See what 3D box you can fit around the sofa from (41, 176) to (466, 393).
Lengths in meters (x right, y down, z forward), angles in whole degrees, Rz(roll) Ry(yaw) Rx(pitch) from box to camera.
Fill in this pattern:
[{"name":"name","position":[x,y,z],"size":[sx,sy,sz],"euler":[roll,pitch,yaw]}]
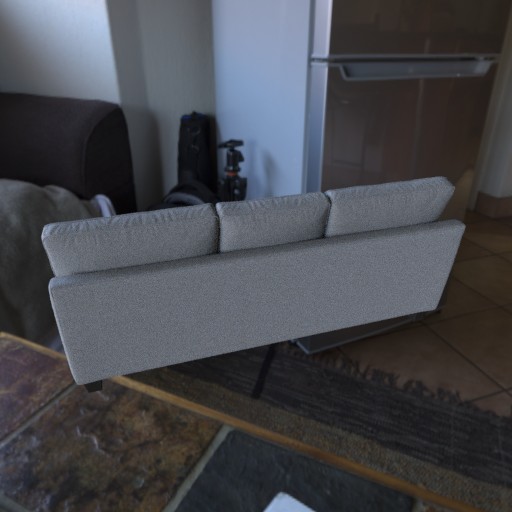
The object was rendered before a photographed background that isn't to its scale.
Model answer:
[{"name":"sofa","position":[0.000,0.000,2.839],"size":[2.323,0.997,1.016],"euler":[-9,28,-16]}]
